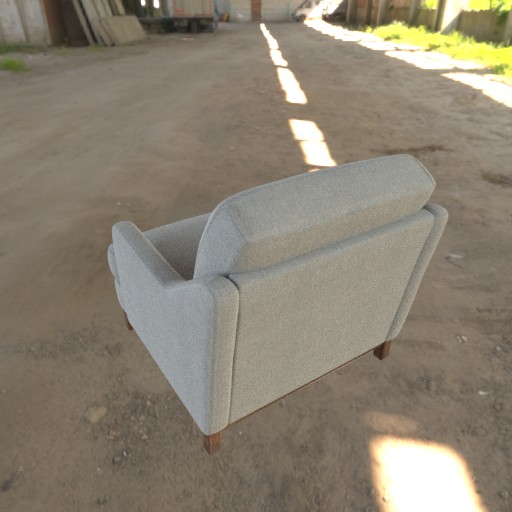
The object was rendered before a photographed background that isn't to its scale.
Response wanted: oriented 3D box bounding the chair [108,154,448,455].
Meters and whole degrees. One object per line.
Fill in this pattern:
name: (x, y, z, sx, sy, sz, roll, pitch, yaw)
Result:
chair: (0.000, 0.000, 1.555, 0.826, 0.821, 0.892, -18, 35, -29)
